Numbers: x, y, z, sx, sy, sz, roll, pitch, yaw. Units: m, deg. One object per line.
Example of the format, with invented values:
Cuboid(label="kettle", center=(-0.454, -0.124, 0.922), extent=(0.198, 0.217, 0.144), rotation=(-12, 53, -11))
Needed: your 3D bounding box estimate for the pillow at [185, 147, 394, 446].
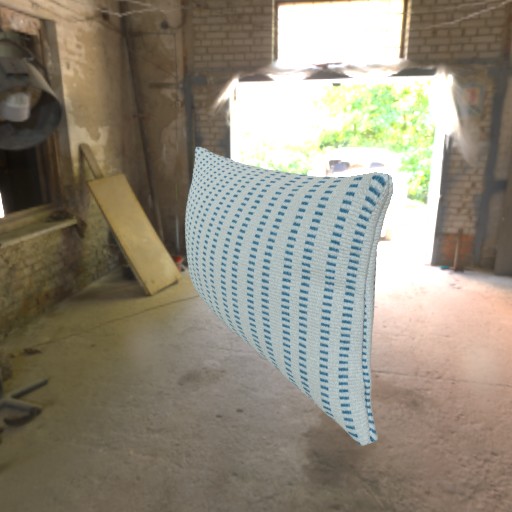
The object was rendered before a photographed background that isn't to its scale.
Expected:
Cuboid(label="pillow", center=(0.000, 0.000, 0.792), extent=(0.210, 0.353, 0.640), rotation=(-8, 18, -25))
